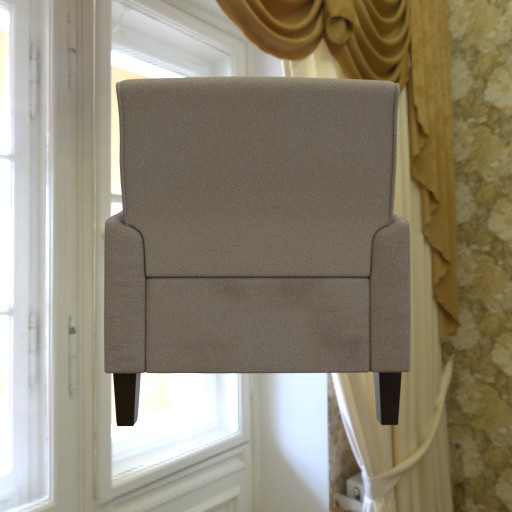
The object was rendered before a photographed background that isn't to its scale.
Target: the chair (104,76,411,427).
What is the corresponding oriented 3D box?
[{"bbox_3d":[0.000,0.000,1.518,0.820,0.915,0.821,0,-1,-1],"label":"chair"}]
